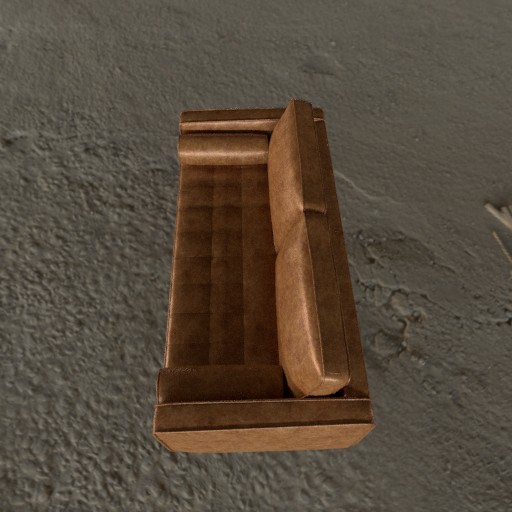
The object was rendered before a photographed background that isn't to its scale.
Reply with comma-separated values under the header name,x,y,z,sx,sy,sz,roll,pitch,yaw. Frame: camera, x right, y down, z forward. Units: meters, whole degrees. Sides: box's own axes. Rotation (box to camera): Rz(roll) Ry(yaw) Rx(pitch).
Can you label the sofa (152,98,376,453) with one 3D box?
name,x,y,z,sx,sy,sz,roll,pitch,yaw
sofa,0.000,0.000,2.429,0.924,0.825,1.920,-1,58,-1
